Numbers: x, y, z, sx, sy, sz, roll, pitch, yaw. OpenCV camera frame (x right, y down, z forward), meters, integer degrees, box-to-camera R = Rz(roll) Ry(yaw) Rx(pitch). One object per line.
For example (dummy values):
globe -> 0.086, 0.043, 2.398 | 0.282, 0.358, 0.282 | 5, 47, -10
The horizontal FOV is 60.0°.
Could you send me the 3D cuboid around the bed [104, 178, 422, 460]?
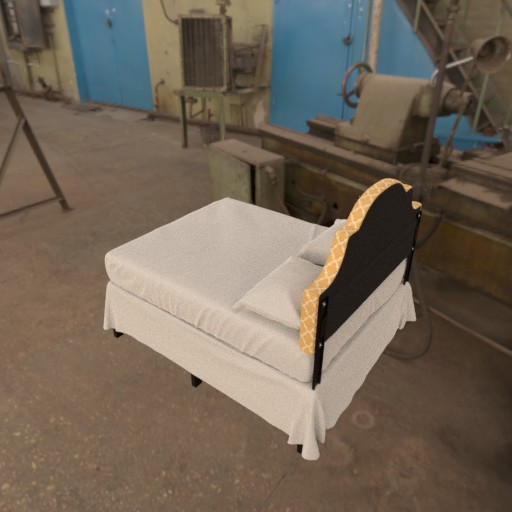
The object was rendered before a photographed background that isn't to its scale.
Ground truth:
bed -> 0.000, 0.000, 3.553 | 2.222, 1.633, 1.780 | 21, 35, 32
